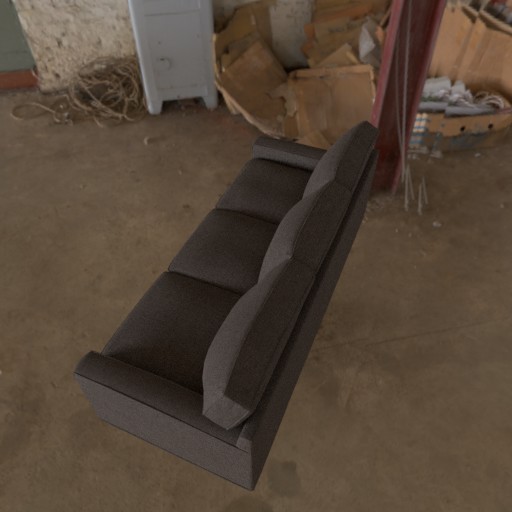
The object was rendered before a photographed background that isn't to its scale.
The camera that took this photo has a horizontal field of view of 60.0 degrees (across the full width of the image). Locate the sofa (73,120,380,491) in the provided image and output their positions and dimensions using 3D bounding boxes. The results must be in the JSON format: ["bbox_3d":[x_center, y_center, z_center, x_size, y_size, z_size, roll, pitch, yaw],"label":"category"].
[{"bbox_3d":[0.000,0.000,2.873,1.004,0.978,2.369,18,50,16],"label":"sofa"}]
